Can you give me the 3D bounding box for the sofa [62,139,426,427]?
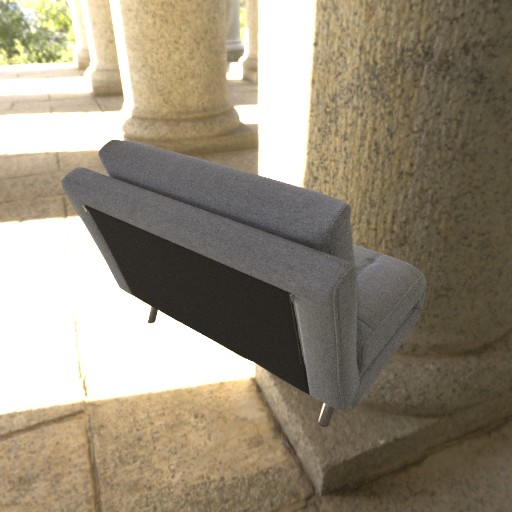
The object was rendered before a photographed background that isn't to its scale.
[{"bbox_3d":[0.000,0.000,1.863,1.220,0.910,0.910,22,37,32],"label":"sofa"}]
